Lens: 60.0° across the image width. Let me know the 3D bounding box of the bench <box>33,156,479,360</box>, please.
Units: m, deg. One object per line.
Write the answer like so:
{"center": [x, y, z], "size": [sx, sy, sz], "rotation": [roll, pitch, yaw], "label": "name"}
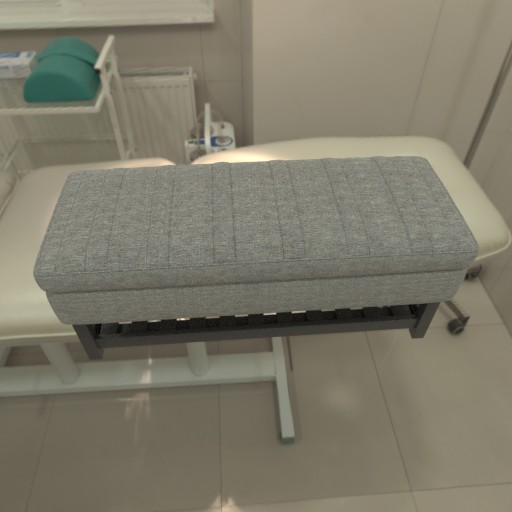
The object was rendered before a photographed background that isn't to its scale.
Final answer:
{"center": [0.000, 0.000, 1.333], "size": [1.100, 0.470, 0.429], "rotation": [-3, 46, -3], "label": "bench"}
